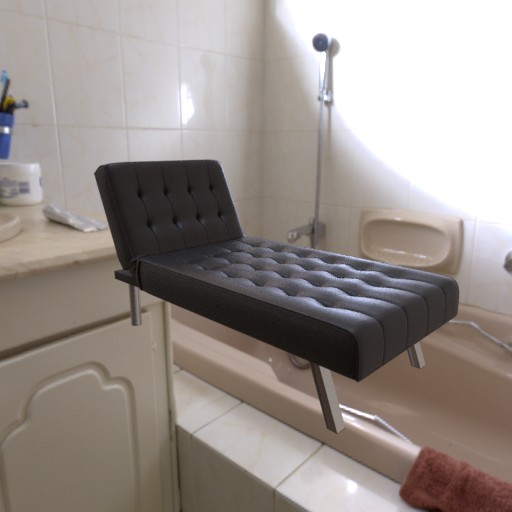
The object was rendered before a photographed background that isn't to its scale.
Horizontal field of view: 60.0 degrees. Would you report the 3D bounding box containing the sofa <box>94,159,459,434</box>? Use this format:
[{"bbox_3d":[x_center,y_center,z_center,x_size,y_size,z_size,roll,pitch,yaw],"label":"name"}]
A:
[{"bbox_3d":[0.000,0.000,2.019,1.560,0.820,0.760,14,19,43],"label":"sofa"}]
